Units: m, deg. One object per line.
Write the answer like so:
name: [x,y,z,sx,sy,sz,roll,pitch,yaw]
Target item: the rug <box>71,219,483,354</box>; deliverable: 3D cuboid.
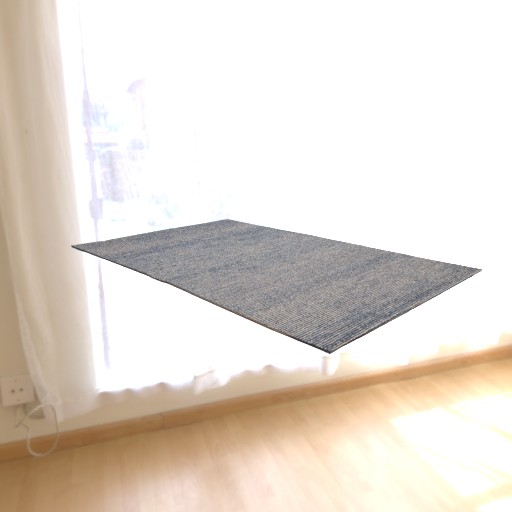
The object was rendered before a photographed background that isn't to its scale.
rug: [0.000,0.000,2.250,1.159,0.025,1.793,-14,21,-42]
